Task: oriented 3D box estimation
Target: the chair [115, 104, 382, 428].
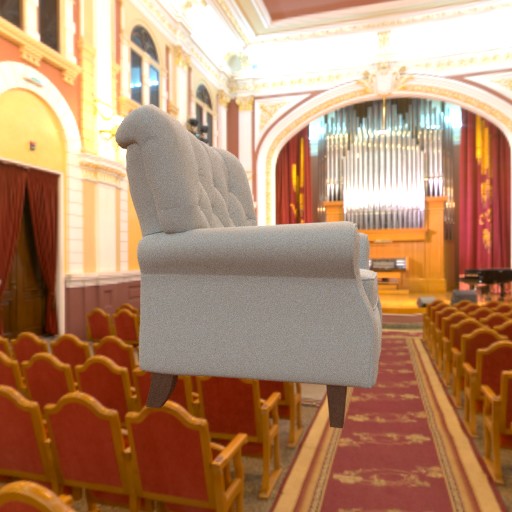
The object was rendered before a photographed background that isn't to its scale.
[{"bbox_3d":[0.000,0.000,2.067,1.128,1.217,1.090,0,0,17],"label":"chair"}]
